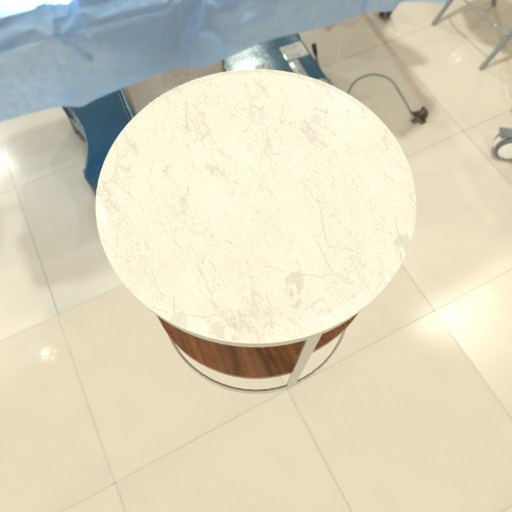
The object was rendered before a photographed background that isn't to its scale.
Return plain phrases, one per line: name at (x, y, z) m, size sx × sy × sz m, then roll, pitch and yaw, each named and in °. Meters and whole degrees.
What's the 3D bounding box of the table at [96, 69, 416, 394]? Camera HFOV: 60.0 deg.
table at (0.000, 0.000, 0.766) m, size 0.407 × 0.447 × 0.407 m, roll 0°, pitch 65°, yaw 0°
